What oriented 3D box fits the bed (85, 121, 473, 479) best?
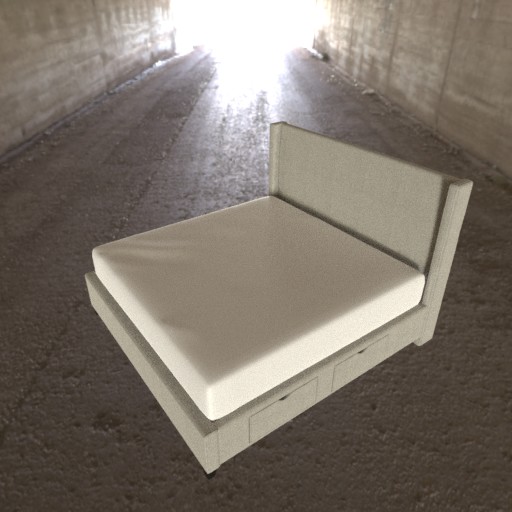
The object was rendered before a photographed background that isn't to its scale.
[{"bbox_3d":[0.000,0.000,3.679,2.280,1.470,2.140,-21,36,-31],"label":"bed"}]
